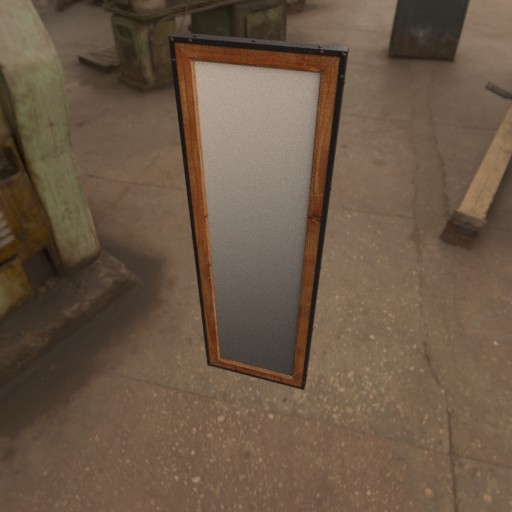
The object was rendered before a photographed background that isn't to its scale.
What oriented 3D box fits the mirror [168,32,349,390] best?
[{"bbox_3d":[0.000,0.000,1.191,0.354,1.080,0.042,11,42,13],"label":"mirror"}]
